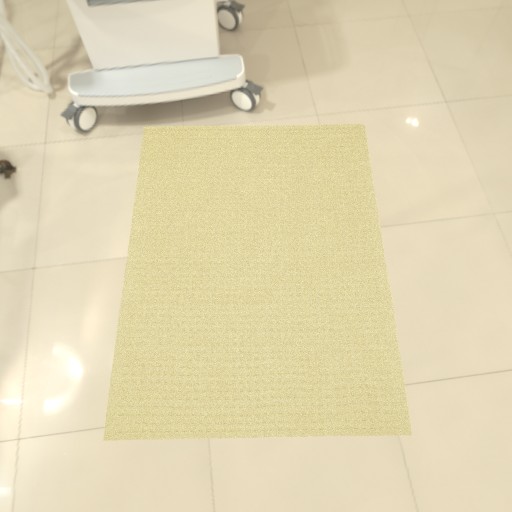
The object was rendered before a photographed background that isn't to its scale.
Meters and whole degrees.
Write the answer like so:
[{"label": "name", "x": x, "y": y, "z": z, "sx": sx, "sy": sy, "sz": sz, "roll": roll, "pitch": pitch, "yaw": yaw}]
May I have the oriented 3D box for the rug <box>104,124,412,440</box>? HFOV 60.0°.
[{"label": "rug", "x": 0.000, "y": 0.000, "z": 4.197, "sx": 2.452, "sy": 0.016, "sz": 3.204, "roll": -1, "pitch": 64, "yaw": 0}]
